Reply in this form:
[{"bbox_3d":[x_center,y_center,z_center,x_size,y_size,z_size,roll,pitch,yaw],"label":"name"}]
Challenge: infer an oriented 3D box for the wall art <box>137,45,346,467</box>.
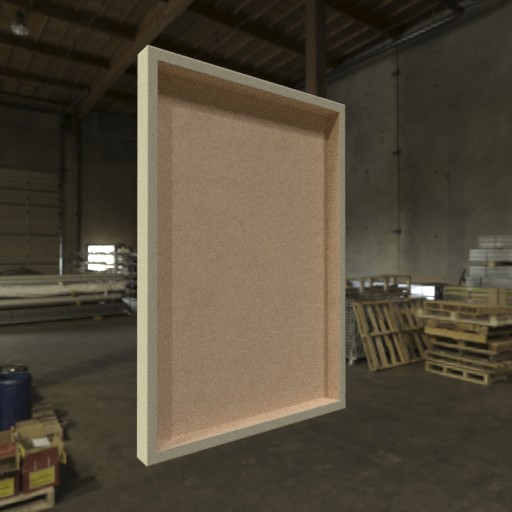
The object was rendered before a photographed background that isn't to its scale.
[{"bbox_3d":[0.000,0.000,0.779,0.418,0.608,0.038,0,0,-37],"label":"wall art"}]
